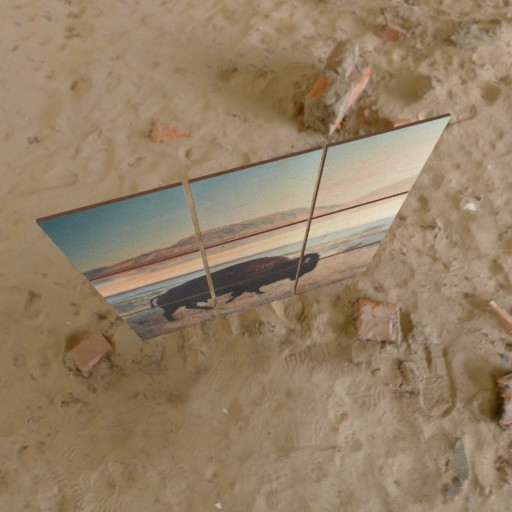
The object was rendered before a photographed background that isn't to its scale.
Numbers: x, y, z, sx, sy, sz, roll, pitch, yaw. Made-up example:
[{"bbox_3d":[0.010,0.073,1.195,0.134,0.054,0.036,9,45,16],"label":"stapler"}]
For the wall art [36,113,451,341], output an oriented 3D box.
[{"bbox_3d":[0.000,0.000,1.800,1.221,1.218,0.019,-16,66,-7],"label":"wall art"}]
